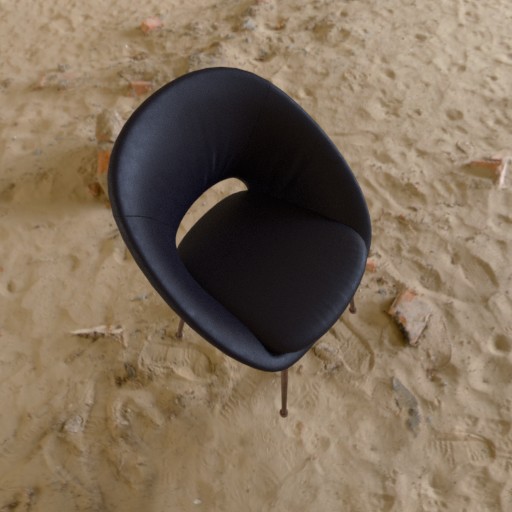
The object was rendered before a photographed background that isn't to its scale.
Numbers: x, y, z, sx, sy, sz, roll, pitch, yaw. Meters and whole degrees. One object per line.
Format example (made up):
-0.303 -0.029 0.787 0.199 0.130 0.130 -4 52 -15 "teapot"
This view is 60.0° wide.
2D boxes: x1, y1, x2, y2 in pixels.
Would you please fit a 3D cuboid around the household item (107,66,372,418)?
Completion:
0.000 0.000 1.241 0.573 0.852 0.623 32 63 18 "household item"
